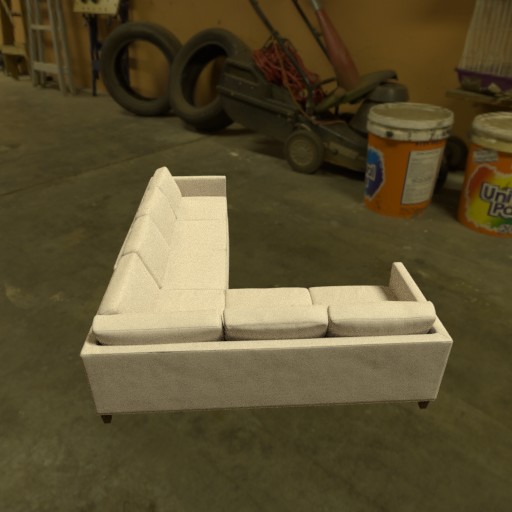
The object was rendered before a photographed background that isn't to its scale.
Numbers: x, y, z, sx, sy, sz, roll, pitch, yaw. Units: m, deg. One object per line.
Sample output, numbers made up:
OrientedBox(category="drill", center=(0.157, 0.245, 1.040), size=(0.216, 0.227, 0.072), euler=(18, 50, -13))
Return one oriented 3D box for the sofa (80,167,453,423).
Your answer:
OrientedBox(category="sofa", center=(0.000, 0.000, 4.321), size=(2.432, 0.863, 3.182), euler=(-2, 31, -3))
